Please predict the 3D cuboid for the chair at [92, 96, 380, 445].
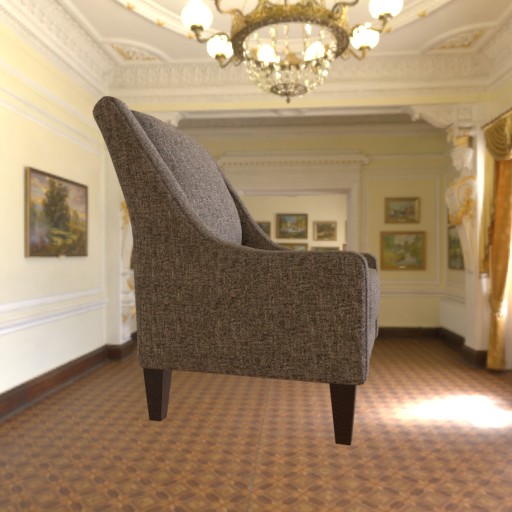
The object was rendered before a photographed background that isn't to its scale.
[{"bbox_3d":[0.000,0.000,1.630,0.870,1.014,0.774,0,0,18],"label":"chair"}]
